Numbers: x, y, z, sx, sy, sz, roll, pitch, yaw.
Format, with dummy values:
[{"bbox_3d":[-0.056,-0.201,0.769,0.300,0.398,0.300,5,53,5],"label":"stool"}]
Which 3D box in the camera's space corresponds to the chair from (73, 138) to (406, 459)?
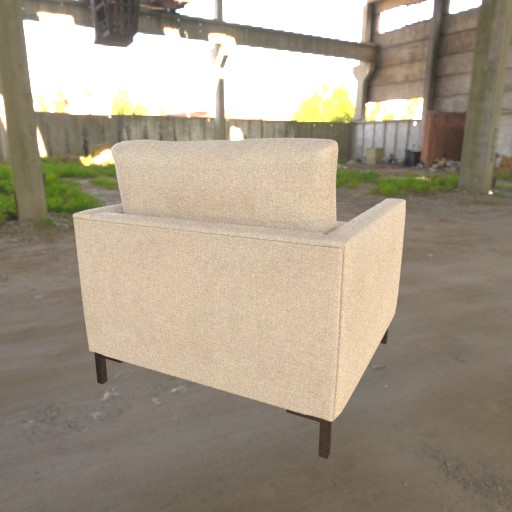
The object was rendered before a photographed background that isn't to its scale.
[{"bbox_3d":[0.000,0.000,1.672,0.963,0.861,0.866,8,17,26],"label":"chair"}]
